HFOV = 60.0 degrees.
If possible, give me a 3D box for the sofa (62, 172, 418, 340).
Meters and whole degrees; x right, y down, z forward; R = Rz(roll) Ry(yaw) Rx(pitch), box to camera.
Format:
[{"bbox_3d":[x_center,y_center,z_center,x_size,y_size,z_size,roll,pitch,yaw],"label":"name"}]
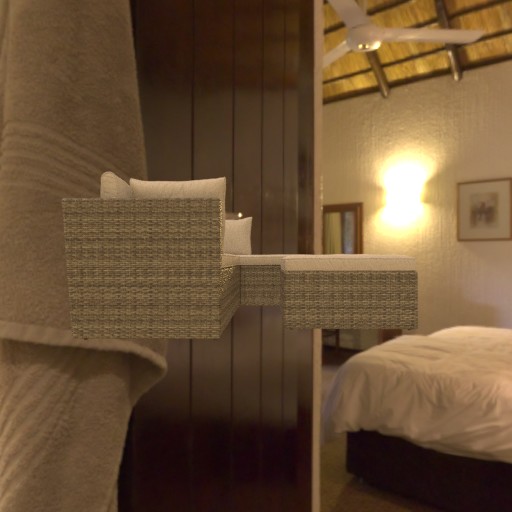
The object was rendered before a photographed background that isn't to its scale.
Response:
[{"bbox_3d":[0.000,0.000,3.018,1.662,0.766,2.192,0,0,2],"label":"sofa"}]
